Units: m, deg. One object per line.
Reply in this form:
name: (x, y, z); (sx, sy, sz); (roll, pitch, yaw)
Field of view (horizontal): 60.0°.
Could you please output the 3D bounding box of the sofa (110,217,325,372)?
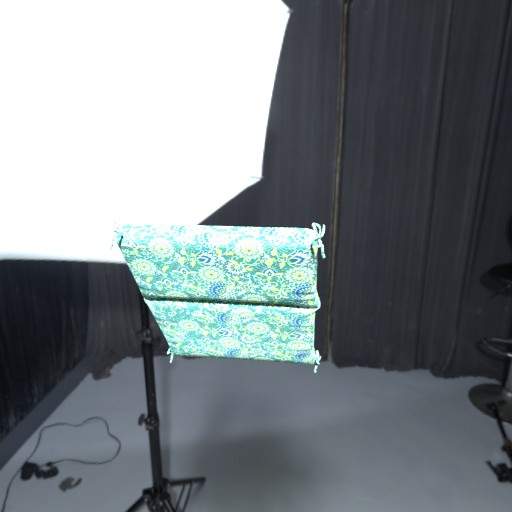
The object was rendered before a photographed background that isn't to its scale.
sofa: (0.000, 0.000, 1.938); (0.582, 0.622, 1.663); (2, 16, 7)
